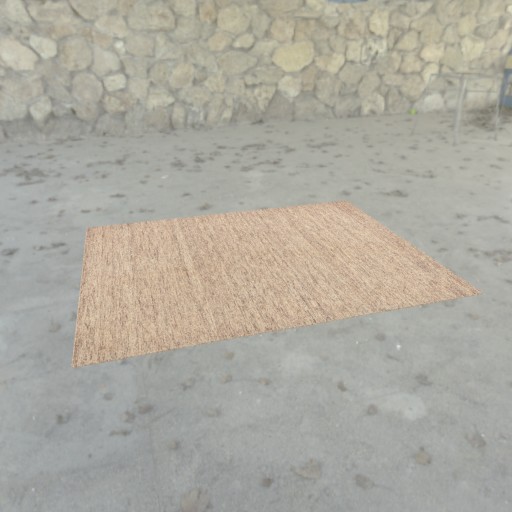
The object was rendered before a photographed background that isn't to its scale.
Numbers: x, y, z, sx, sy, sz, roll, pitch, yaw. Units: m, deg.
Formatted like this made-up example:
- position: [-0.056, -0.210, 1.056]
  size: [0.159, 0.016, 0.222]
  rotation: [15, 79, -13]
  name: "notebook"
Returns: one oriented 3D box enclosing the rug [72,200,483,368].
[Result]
- position: [0.000, 0.000, 4.307]
  size: [3.205, 0.013, 2.448]
  rotation: [-8, 27, -15]
  name: "rug"
